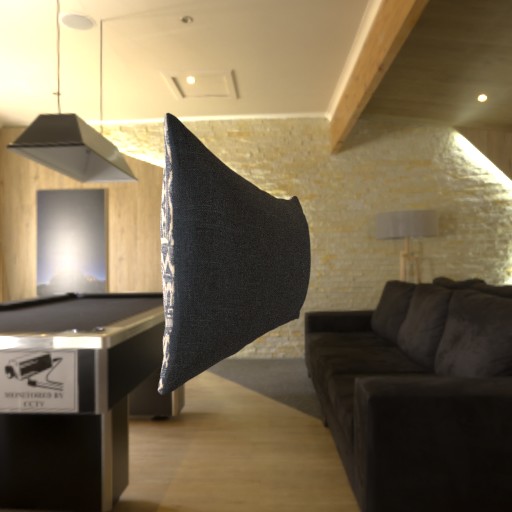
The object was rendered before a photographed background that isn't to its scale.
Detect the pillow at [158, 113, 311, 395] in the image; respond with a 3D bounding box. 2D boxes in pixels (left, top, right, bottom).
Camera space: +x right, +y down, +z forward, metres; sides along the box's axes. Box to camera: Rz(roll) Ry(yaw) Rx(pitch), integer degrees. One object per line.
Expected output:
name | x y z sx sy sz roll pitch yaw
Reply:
pillow | 0.000 0.000 0.751 0.148 0.292 0.631 0 -1 18
